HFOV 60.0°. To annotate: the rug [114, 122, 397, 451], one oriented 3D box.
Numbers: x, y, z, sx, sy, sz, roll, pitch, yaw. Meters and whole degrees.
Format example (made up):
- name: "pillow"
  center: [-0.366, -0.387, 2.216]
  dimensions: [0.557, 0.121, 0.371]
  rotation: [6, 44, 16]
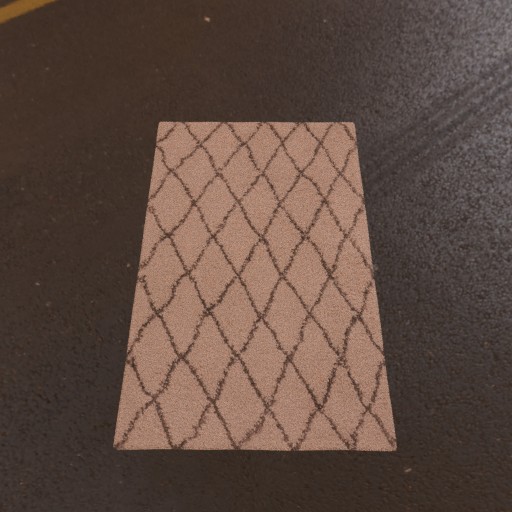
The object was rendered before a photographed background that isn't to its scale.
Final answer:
- name: "rug"
  center: [0.000, 0.000, 3.409]
  dimensions: [1.778, 0.030, 2.743]
  rotation: [0, 62, 0]
